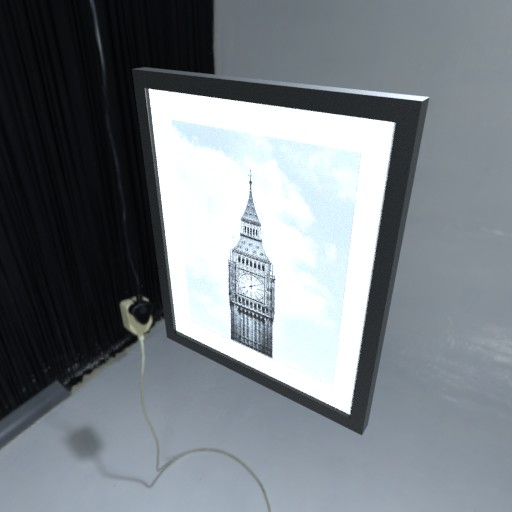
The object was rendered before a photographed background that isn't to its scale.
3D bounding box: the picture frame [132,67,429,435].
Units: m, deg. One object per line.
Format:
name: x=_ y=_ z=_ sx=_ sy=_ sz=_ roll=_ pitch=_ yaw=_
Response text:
picture frame: x=0.000 y=0.000 z=0.749 sx=0.460 sy=0.556 sz=0.028 roll=19 pitch=35 yaw=29
